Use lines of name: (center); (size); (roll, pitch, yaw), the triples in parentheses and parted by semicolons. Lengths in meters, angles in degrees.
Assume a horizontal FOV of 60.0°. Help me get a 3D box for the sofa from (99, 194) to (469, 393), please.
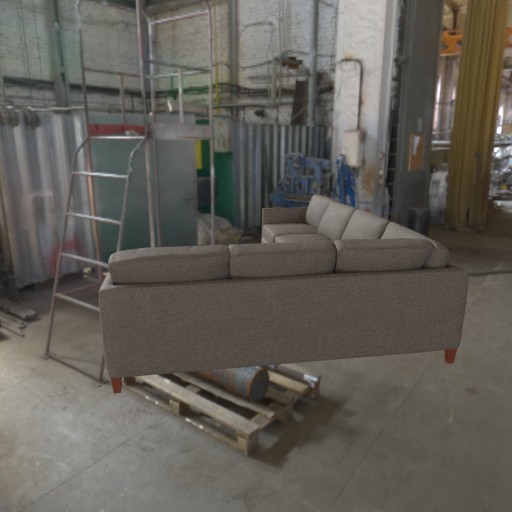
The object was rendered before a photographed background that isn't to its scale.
sofa: (0.000, 0.000, 4.566); (2.593, 0.947, 3.302); (-2, 15, -9)
